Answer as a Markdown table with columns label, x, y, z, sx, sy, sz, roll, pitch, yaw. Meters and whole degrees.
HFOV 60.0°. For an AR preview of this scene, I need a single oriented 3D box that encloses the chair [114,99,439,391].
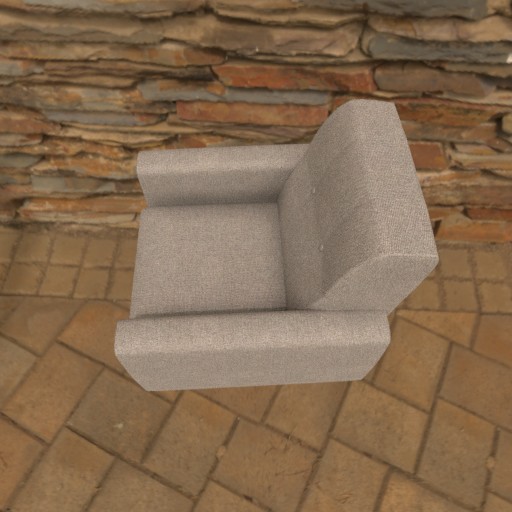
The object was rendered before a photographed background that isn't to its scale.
| label | x | y | z | sx | sy | sz | roll | pitch | yaw |
| --- | --- | --- | --- | --- | --- | --- | --- | --- | --- |
| chair | 0.000 | 0.000 | 1.671 | 0.942 | 0.968 | 0.845 | -2 | 60 | -1 |
